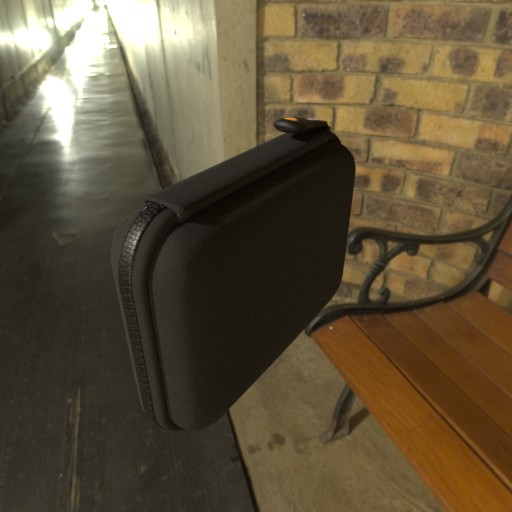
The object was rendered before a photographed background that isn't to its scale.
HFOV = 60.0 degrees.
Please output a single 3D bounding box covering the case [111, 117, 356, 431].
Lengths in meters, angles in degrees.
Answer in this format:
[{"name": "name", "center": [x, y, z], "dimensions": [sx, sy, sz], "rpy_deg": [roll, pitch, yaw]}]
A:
[{"name": "case", "center": [0.000, 0.000, 0.187], "dimensions": [0.038, 0.105, 0.132], "rpy_deg": [21, 38, 30]}]
